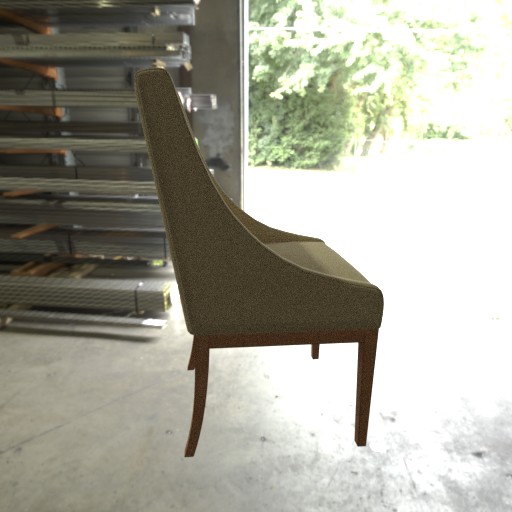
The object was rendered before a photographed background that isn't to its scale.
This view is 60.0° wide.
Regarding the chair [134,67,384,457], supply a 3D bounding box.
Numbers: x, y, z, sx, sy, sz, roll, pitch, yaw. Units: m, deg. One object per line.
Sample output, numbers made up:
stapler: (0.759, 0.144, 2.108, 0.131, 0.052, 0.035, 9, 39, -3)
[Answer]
chair: (0.000, 0.000, 1.380, 0.611, 1.021, 0.575, -2, 16, -7)
